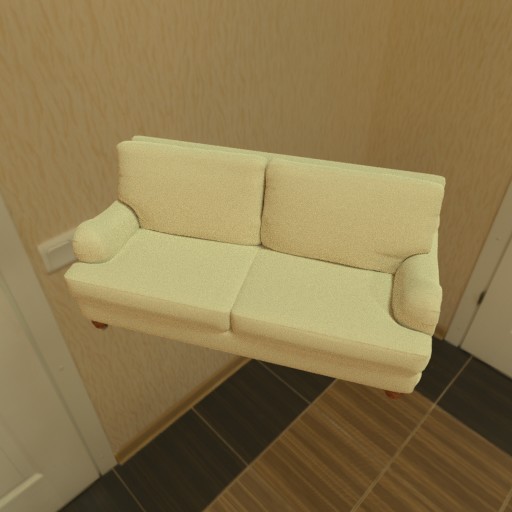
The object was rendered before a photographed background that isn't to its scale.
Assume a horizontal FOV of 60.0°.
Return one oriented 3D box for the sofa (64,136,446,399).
[{"bbox_3d":[0.000,0.000,2.805,2.159,1.087,1.086,10,41,12],"label":"sofa"}]
